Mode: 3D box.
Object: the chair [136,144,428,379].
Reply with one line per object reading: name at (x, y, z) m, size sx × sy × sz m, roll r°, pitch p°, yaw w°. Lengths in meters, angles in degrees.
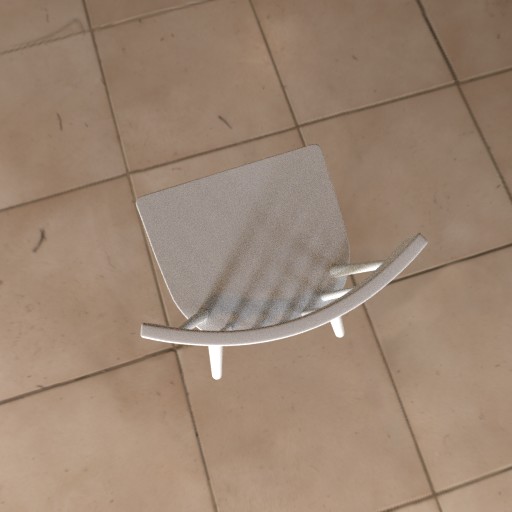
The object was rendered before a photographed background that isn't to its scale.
chair at (0.000, 0.000, 1.102) m, size 0.483 × 0.787 × 0.500 m, roll -18°, pitch 76°, yaw -4°
